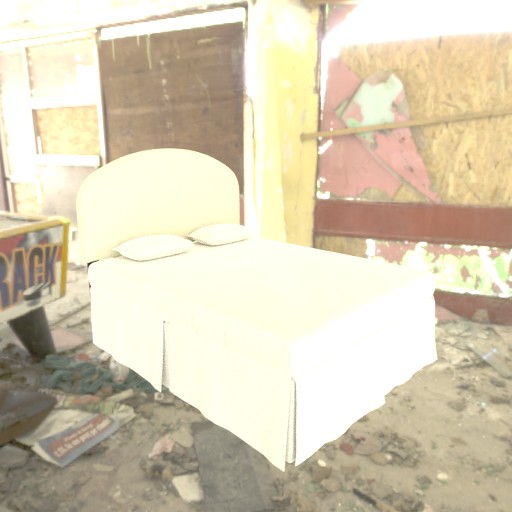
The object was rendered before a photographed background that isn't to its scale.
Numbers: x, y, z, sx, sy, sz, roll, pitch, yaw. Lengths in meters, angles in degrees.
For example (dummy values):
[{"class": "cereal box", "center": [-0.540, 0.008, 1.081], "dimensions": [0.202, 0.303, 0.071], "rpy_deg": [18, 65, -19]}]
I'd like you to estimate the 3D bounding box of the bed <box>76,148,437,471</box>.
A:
[{"class": "bed", "center": [0.000, 0.000, 3.013], "dimensions": [2.005, 1.410, 1.607], "rpy_deg": [13, 19, 42]}]
